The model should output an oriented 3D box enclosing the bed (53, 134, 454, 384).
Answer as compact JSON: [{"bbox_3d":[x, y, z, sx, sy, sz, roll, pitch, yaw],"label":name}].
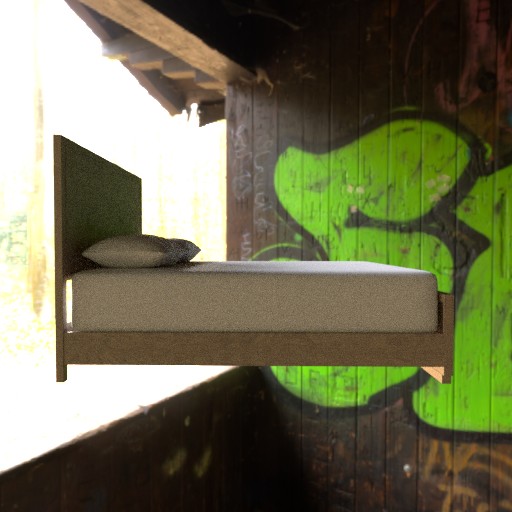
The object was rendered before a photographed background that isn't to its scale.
[{"bbox_3d":[0.000,0.000,3.223,2.189,1.369,1.606,0,1,1],"label":"bed"}]
